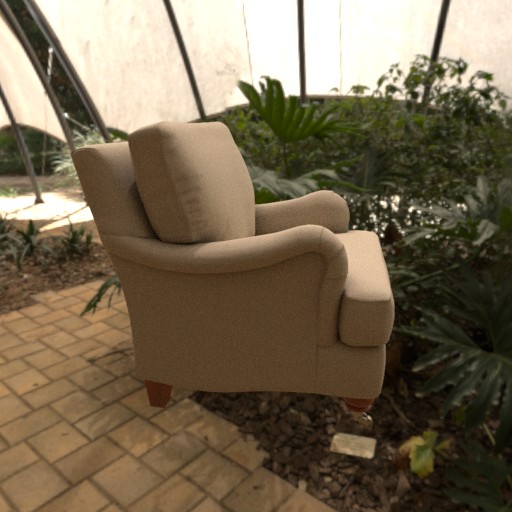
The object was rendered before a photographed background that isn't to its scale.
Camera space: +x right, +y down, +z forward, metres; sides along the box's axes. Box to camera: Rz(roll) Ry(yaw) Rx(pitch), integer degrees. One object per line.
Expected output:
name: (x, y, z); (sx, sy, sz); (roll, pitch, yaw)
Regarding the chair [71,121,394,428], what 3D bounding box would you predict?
chair: (0.000, 0.000, 1.853); (1.078, 1.076, 0.895); (3, 17, 11)
